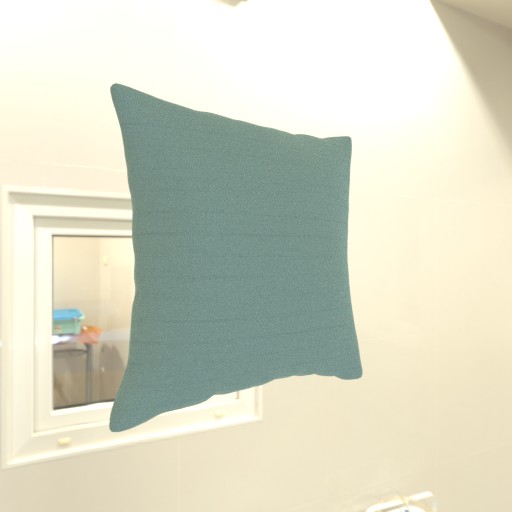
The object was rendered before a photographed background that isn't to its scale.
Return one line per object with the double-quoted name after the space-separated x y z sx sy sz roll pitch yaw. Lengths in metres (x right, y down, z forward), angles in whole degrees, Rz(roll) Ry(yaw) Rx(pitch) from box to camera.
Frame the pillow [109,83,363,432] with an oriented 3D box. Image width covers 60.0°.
0.000 0.000 0.717 0.470 0.464 0.175 0 0 -36 "pillow"
